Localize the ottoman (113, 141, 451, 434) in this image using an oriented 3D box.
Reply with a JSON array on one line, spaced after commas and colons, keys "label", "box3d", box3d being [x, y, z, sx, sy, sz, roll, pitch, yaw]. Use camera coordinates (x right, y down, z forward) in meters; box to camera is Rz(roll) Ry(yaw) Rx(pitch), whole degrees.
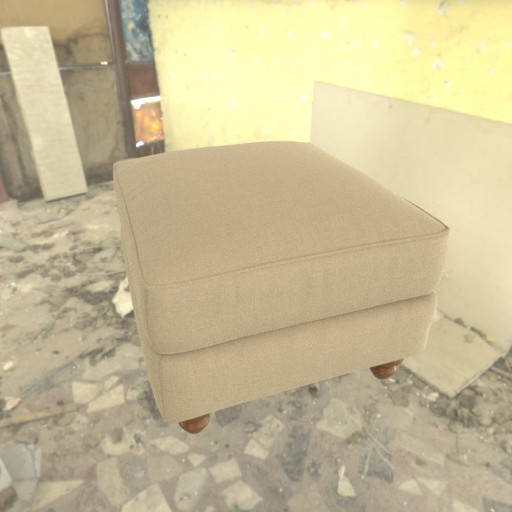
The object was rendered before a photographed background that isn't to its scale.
[{"label": "ottoman", "box3d": [0.000, 0.000, 1.173, 0.662, 0.505, 0.716, -10, 31, -17]}]
